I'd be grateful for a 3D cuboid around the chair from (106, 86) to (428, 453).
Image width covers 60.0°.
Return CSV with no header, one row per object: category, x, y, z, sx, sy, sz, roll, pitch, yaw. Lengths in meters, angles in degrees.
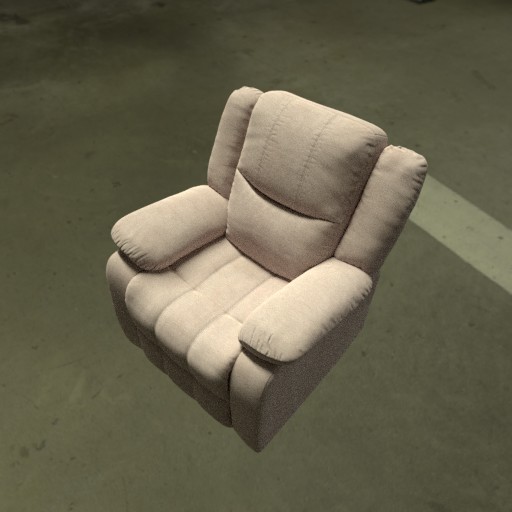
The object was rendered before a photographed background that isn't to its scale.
chair,0.000,0.000,1.741,0.899,1.008,0.944,32,53,28
